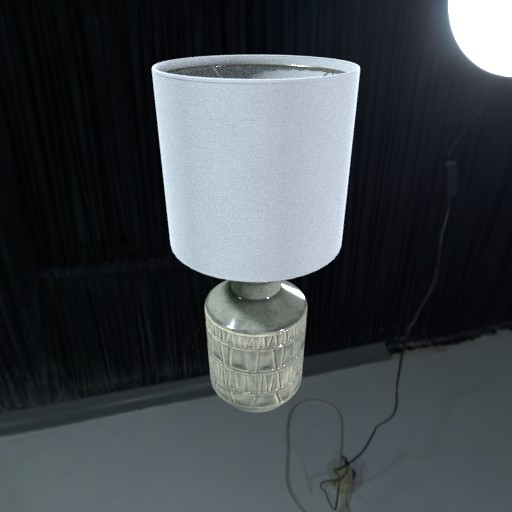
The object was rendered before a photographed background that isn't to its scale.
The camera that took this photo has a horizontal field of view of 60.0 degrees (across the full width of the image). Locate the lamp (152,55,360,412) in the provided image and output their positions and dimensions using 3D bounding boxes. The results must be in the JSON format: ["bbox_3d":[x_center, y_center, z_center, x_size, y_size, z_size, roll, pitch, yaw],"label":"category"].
[{"bbox_3d":[0.000,0.000,0.570,0.211,0.455,0.211,-9,31,-15],"label":"lamp"}]
